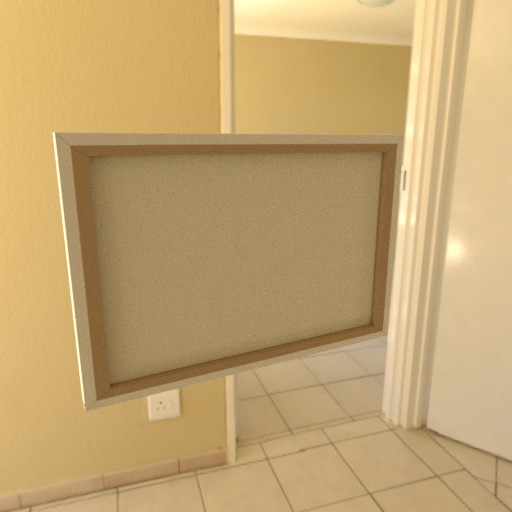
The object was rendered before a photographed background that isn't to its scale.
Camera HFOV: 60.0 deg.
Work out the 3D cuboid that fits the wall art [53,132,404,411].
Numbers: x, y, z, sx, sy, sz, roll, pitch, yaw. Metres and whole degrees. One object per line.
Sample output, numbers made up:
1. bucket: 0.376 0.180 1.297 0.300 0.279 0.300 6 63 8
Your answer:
1. wall art: 0.000 0.000 0.779 0.608 0.414 0.042 -7 16 -26
